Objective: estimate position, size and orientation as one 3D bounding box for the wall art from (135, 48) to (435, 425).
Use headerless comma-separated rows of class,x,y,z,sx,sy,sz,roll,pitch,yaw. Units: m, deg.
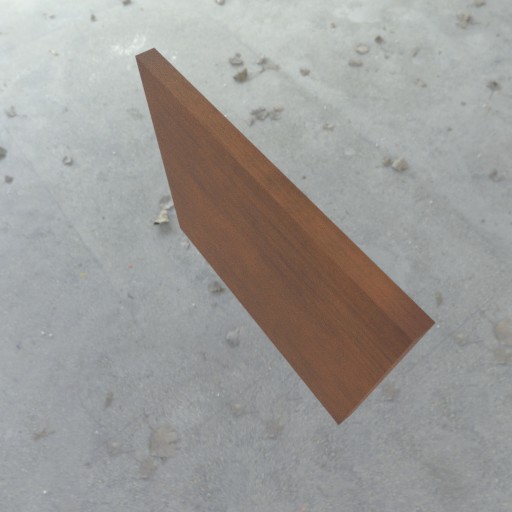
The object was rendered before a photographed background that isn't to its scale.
wall art,0.000,0.000,0.751,0.033,0.457,0.558,-33,65,-18
